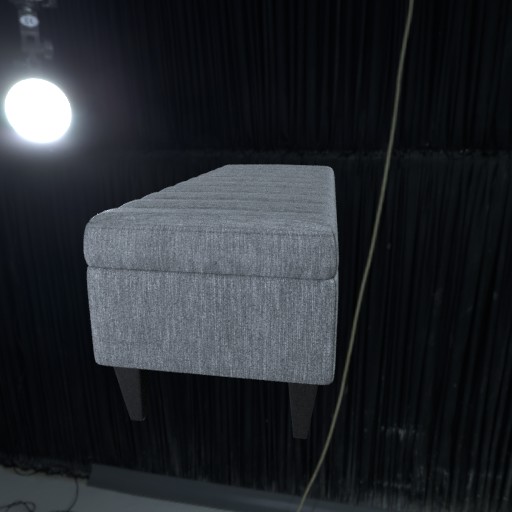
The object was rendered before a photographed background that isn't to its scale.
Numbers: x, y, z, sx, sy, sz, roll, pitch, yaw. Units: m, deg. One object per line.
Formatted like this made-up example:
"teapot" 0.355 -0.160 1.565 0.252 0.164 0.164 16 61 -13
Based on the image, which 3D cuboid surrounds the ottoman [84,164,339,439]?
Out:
"ottoman" 0.000 0.000 1.374 0.482 0.469 1.151 3 17 9
